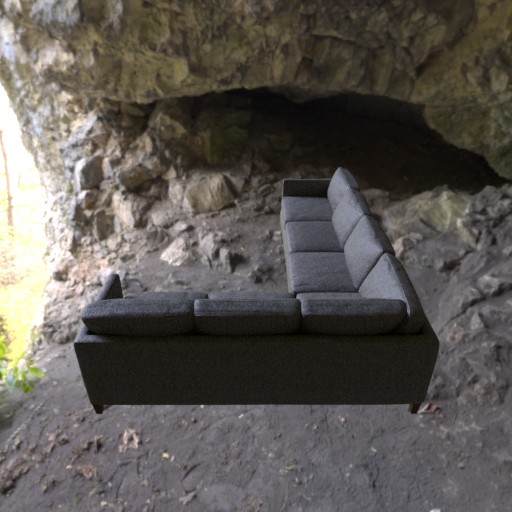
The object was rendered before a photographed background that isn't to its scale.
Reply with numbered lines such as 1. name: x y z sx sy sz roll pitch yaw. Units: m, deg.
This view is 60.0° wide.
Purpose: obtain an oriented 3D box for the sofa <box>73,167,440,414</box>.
1. sofa: 0.000 0.000 4.582 2.593 0.947 3.302 0 30 0
